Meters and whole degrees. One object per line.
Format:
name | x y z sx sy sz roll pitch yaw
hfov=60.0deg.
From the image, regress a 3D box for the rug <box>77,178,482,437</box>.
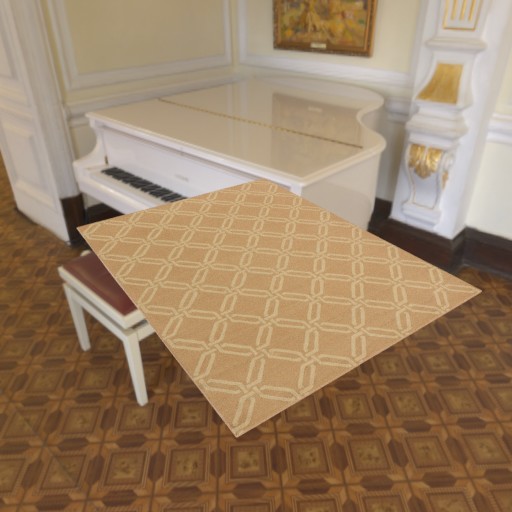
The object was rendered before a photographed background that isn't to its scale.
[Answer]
rug | 0.000 0.000 3.911 2.288 0.018 2.895 -20 37 -29
